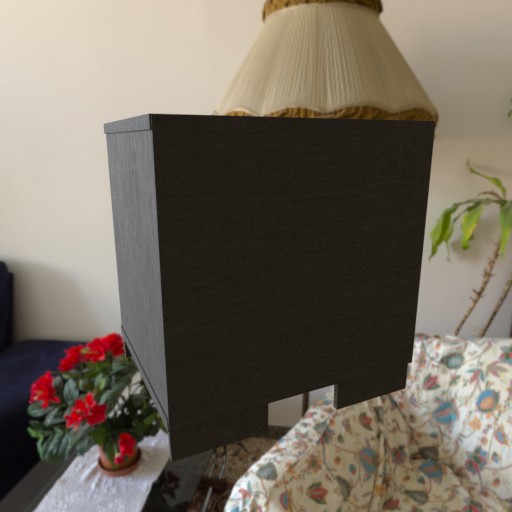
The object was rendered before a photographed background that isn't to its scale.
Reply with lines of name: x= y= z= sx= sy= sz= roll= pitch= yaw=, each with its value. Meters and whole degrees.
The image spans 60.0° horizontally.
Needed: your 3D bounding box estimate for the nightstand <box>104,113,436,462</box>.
nightstand: x=0.000 y=0.000 z=0.775 sx=0.427 sy=0.448 sz=0.347 roll=-7 pitch=16 yaw=-25
